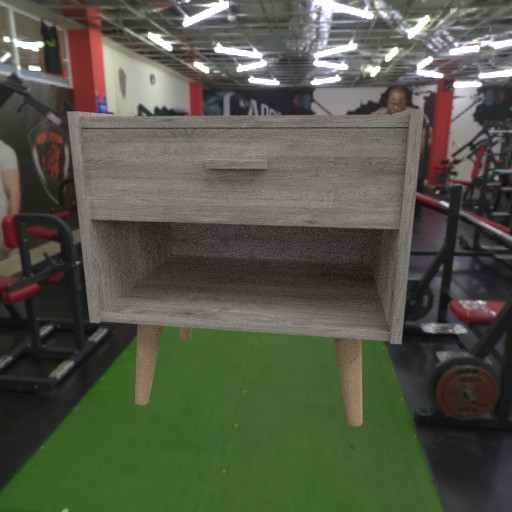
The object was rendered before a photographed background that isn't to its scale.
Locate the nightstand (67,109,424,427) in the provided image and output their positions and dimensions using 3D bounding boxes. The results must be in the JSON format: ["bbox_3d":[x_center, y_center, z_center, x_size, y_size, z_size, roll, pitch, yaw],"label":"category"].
[{"bbox_3d":[0.000,0.000,0.826,0.480,0.500,0.380,2,16,9],"label":"nightstand"}]
